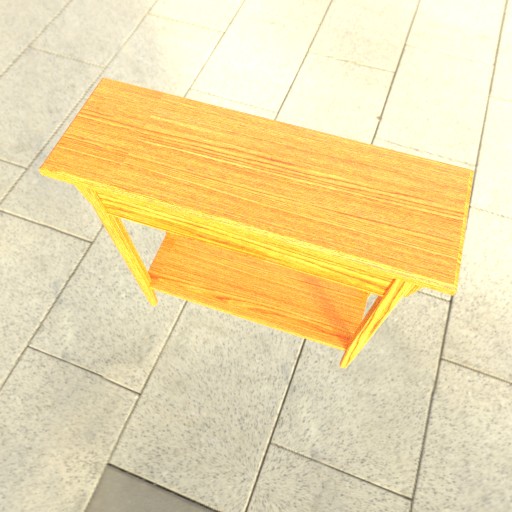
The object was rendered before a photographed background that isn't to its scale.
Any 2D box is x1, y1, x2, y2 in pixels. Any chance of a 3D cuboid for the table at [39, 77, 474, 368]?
[{"bbox_3d":[0.000,0.000,1.128,0.762,0.711,0.254,17,64,8],"label":"table"}]
